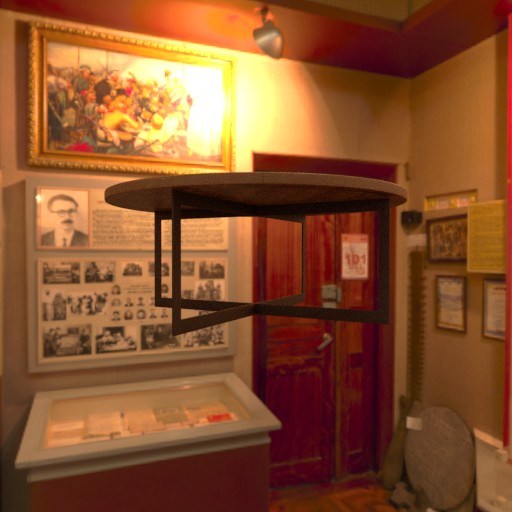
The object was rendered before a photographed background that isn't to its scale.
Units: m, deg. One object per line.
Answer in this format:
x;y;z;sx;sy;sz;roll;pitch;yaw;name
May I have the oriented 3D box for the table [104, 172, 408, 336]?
0.000;0.000;1.956;1.264;0.516;1.264;0;1;0;table
